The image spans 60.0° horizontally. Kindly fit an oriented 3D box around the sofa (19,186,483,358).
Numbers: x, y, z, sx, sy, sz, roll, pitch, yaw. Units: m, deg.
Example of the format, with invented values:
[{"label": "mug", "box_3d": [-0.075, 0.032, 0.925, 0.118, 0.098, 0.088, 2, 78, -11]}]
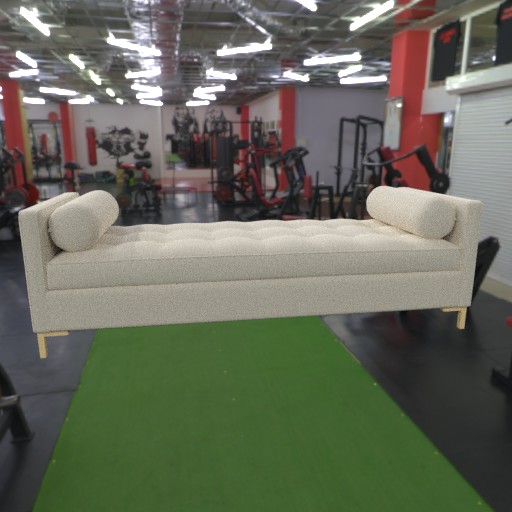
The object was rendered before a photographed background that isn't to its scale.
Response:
[{"label": "sofa", "box_3d": [0.000, 0.000, 2.266, 1.985, 0.641, 0.746, -2, 14, -9]}]
